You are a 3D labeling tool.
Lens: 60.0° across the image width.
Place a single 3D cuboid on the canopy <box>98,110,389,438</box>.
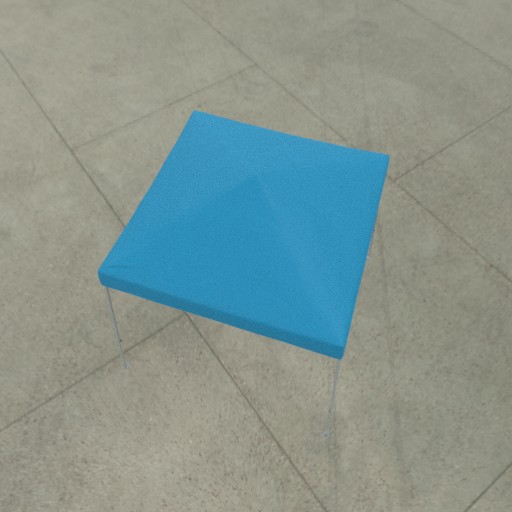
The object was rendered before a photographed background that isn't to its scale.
[{"bbox_3d":[0.000,0.000,6.680,3.600,3.600,3.599,16,60,10],"label":"canopy"}]
